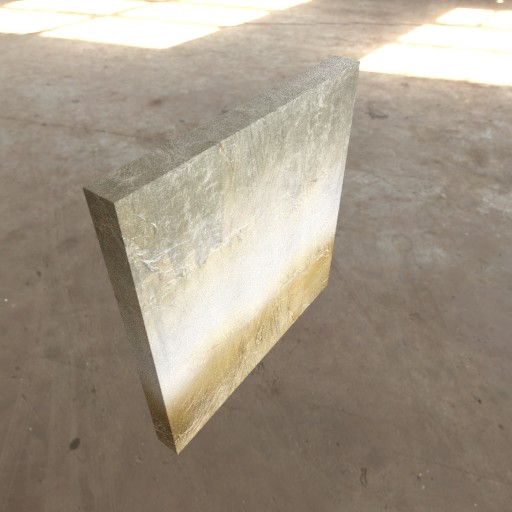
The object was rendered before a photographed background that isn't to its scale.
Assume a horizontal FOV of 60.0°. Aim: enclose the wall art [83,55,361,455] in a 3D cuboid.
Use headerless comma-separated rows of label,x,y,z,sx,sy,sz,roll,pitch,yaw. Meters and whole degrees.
wall art,0.000,0.000,0.594,0.038,0.407,0.405,26,47,27
